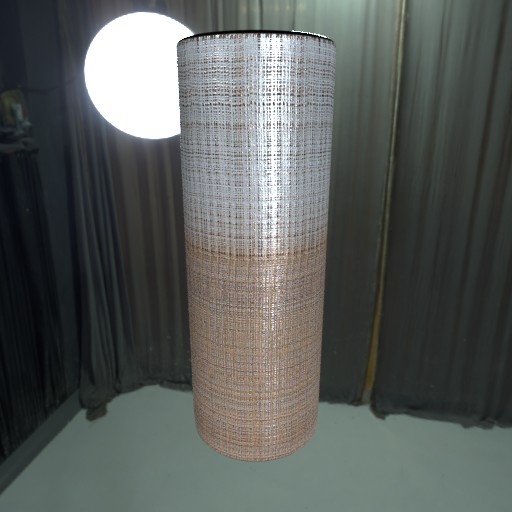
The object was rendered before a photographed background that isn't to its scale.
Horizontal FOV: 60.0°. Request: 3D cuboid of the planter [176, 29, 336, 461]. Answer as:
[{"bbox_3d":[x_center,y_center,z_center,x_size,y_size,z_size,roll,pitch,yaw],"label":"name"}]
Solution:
[{"bbox_3d":[0.000,0.000,0.318,0.099,0.278,0.099,3,18,9],"label":"planter"}]
